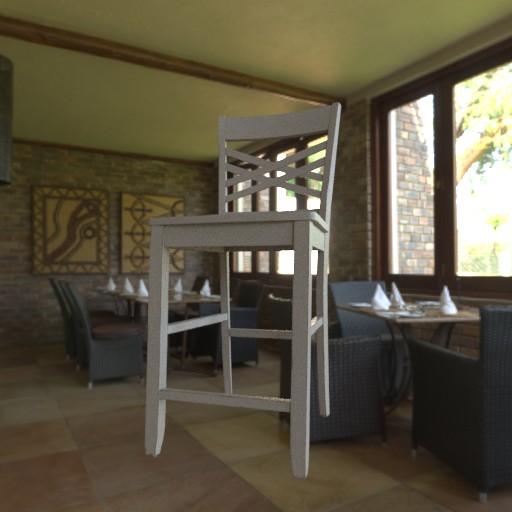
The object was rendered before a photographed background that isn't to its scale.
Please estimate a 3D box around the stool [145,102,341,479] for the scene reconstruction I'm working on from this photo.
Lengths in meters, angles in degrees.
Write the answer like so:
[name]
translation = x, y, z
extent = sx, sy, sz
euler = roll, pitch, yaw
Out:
[stool]
translation = 0.000, 0.000, 1.373
extent = 0.462, 1.079, 0.539
euler = -1, -2, 18
